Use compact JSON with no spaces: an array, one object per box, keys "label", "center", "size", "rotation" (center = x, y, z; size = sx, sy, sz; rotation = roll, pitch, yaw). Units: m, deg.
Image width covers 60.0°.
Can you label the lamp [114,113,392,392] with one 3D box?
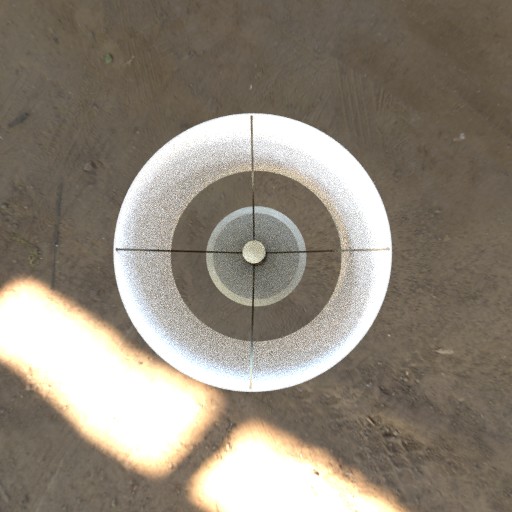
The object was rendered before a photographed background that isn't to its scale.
[{"label":"lamp","center":[0.000,0.000,0.536],"size":[0.206,0.416,0.206],"rotation":[0,89,1]}]
